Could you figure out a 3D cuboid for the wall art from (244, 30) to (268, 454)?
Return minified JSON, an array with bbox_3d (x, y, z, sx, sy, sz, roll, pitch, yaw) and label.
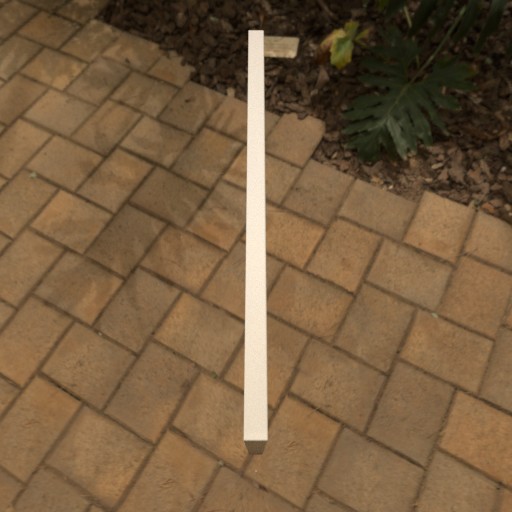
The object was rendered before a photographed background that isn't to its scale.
[{"bbox_3d":[0.000,0.000,1.142,0.037,0.609,0.916,0,64,0],"label":"wall art"}]
